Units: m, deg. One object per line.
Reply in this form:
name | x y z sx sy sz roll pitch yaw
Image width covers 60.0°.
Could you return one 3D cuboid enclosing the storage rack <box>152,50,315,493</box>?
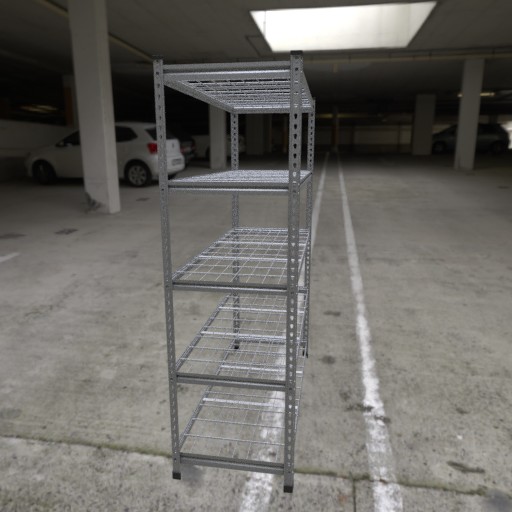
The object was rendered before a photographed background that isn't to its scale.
storage rack | 0.000 0.000 2.694 0.610 1.981 1.524 2 13 9
